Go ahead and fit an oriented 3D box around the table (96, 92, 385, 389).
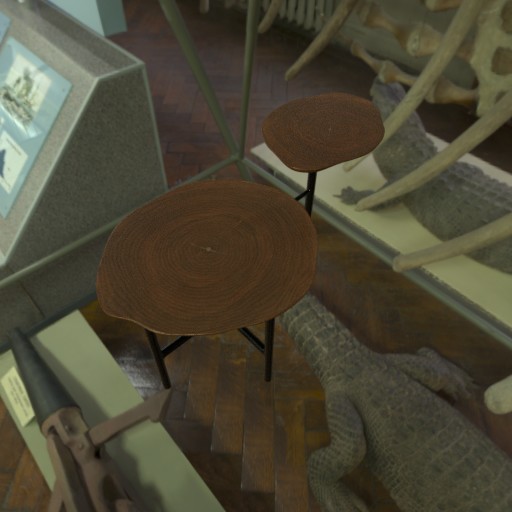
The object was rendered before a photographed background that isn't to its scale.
[{"bbox_3d":[0.000,0.000,1.093,0.759,0.538,0.442,-34,56,-27],"label":"table"}]
